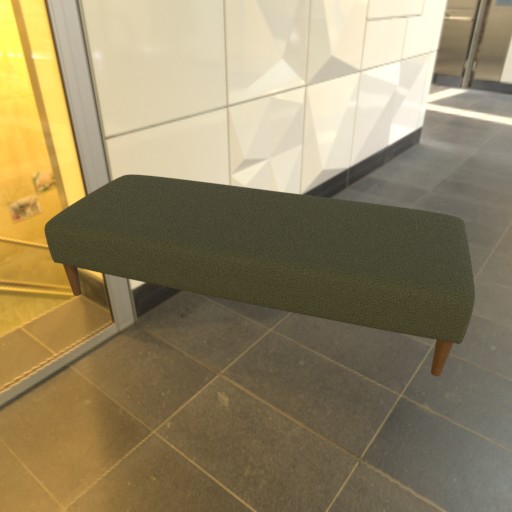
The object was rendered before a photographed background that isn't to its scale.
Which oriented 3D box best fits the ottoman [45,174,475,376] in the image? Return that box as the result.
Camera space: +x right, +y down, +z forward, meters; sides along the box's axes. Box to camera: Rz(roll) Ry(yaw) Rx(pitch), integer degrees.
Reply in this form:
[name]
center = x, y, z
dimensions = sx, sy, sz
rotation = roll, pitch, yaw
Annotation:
[ottoman]
center = 0.000, 0.000, 1.881
dimensions = 1.609, 0.393, 0.646
rotation = 10, 32, 16
